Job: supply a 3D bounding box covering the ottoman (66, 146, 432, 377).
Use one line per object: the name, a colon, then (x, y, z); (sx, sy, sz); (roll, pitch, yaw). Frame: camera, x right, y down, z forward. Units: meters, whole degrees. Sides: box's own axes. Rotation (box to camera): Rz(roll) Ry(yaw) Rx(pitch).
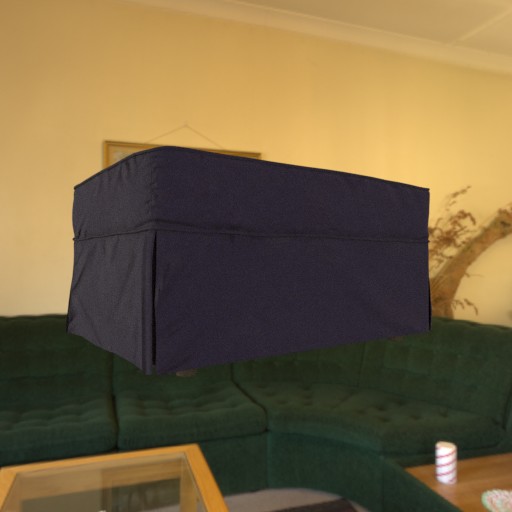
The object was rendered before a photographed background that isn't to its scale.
ottoman: (0.000, 0.000, 1.332); (0.938, 0.503, 0.637); (0, -1, -36)
